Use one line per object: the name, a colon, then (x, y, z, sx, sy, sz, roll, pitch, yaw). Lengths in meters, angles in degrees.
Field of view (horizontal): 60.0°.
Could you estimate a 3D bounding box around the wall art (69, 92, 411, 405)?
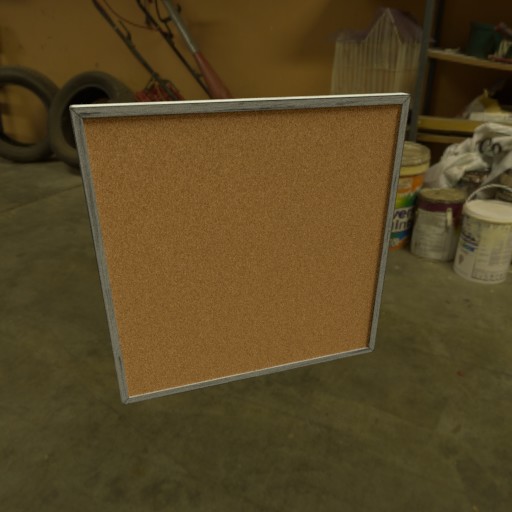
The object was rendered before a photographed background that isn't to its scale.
wall art: (0.000, 0.000, 1.133, 0.761, 0.761, 0.037, -8, 27, -15)
